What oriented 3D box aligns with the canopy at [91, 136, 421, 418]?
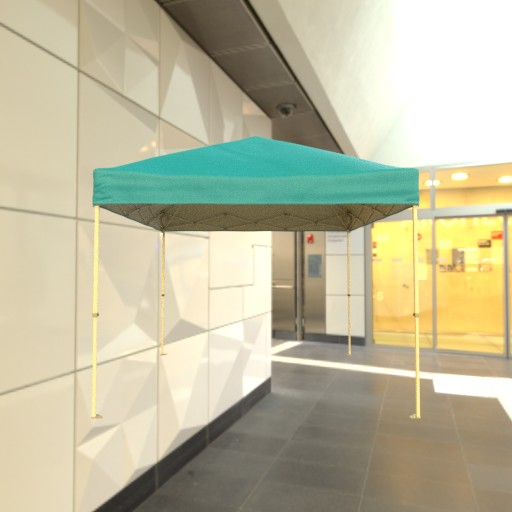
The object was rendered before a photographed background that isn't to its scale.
[{"bbox_3d":[0.000,0.000,5.500,2.996,2.997,2.998,0,-2,0],"label":"canopy"}]
